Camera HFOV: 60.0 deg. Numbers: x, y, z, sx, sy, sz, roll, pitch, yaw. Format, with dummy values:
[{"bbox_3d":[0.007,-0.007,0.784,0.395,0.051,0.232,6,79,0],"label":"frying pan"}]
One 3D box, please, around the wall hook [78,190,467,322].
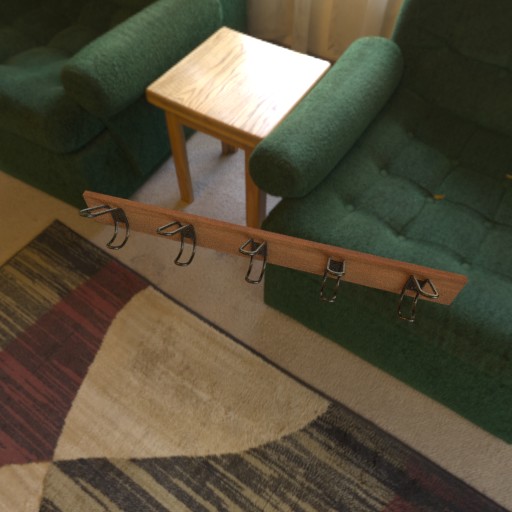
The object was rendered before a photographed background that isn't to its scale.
[{"bbox_3d":[0.000,0.000,0.612,0.554,0.116,0.076,13,57,9],"label":"wall hook"}]
